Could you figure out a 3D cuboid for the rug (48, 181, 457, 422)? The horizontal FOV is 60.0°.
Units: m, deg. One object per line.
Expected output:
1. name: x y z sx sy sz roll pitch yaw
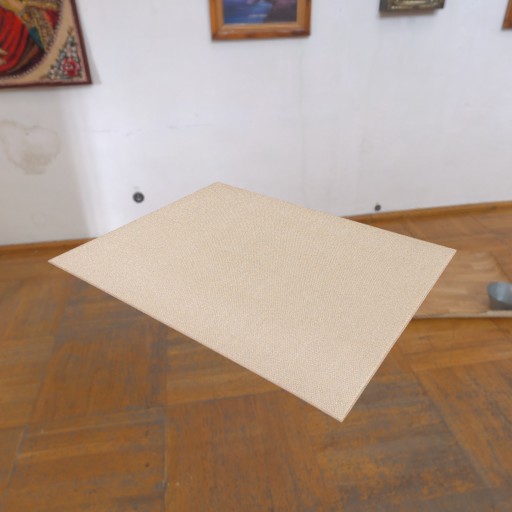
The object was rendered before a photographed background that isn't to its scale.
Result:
1. rug: 0.000 0.000 4.216 3.039 0.018 2.462 21 37 30
